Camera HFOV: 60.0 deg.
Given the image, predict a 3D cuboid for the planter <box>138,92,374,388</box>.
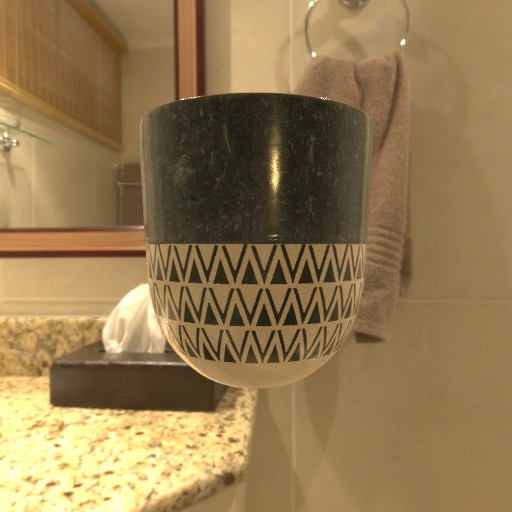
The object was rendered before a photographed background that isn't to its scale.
[{"bbox_3d":[0.000,0.000,0.382,0.195,0.214,0.195,0,1,0],"label":"planter"}]
